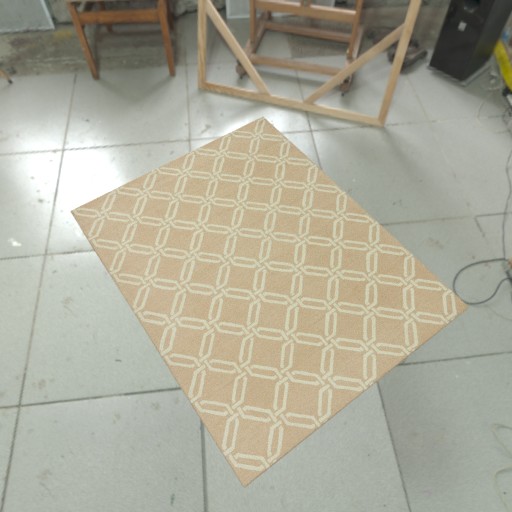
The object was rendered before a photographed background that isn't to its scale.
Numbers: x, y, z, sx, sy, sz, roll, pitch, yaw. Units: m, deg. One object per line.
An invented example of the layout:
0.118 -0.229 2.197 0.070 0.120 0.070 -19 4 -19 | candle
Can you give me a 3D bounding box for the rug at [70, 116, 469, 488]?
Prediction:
0.000 0.000 3.957 2.288 0.018 2.895 -31 63 -18 | rug
